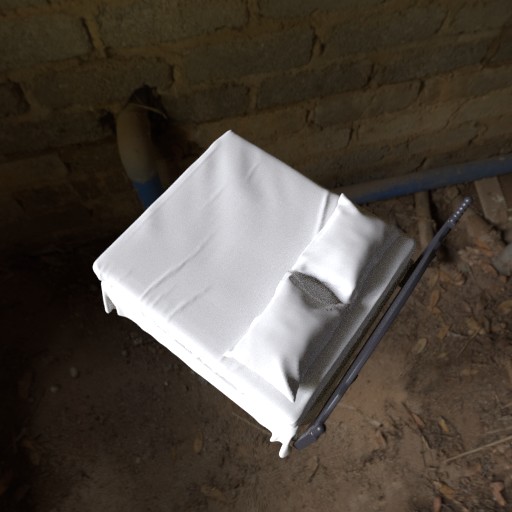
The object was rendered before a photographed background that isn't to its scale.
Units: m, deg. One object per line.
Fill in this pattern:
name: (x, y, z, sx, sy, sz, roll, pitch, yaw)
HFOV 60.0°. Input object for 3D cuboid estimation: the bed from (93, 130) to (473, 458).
bed: (0.000, 0.000, 3.214, 2.040, 1.356, 1.873, 34, 69, 15)
